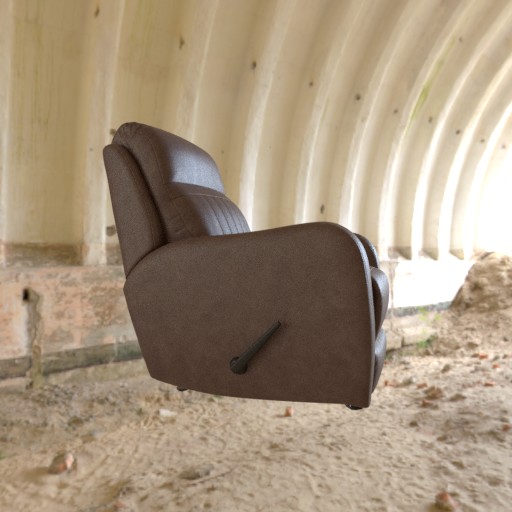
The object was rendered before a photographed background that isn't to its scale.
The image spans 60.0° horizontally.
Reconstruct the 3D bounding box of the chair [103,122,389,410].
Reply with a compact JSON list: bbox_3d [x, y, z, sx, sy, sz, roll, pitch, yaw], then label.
[{"bbox_3d":[0.000,0.000,1.866,1.067,1.067,0.865,0,0,18],"label":"chair"}]
